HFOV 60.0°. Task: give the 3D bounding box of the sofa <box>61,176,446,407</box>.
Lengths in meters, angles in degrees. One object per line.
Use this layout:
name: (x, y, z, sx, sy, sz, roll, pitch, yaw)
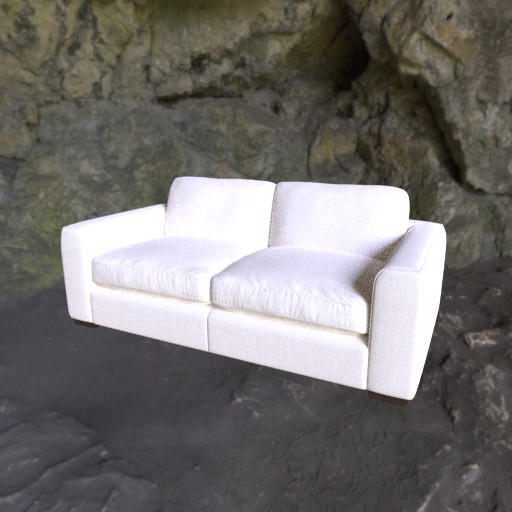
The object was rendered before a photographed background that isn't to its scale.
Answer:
sofa: (0.000, 0.000, 2.507, 1.920, 0.801, 1.069, 7, 17, 25)
